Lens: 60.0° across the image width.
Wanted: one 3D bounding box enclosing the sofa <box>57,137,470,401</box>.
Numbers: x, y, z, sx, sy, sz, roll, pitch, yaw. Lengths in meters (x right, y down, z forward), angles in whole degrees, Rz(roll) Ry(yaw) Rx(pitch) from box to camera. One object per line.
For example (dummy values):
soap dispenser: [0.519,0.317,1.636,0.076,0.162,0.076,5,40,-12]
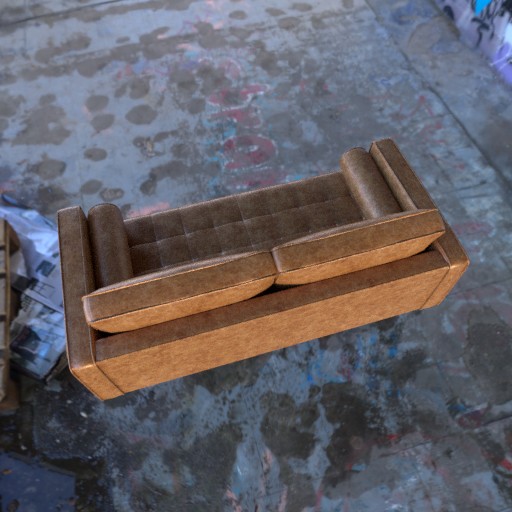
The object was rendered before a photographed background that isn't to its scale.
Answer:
sofa: [0.000,0.000,2.382,1.920,0.825,0.924,-14,59,-9]
